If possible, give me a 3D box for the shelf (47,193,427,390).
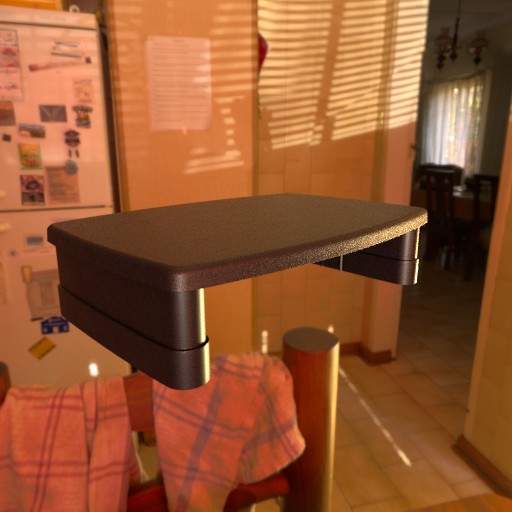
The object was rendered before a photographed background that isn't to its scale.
[{"bbox_3d":[0.000,0.000,0.532,0.410,0.100,0.280,-14,21,-43],"label":"shelf"}]
